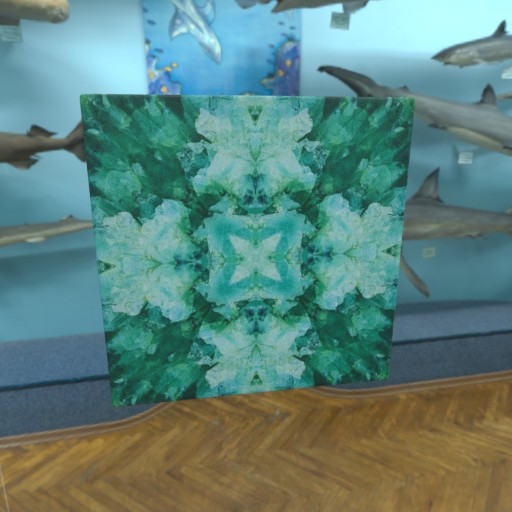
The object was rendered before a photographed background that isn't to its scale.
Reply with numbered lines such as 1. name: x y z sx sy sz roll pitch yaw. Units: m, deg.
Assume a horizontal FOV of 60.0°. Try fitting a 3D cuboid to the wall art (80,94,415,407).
1. wall art: 0.000 0.000 0.748 0.507 0.508 0.038 -3 17 -10
